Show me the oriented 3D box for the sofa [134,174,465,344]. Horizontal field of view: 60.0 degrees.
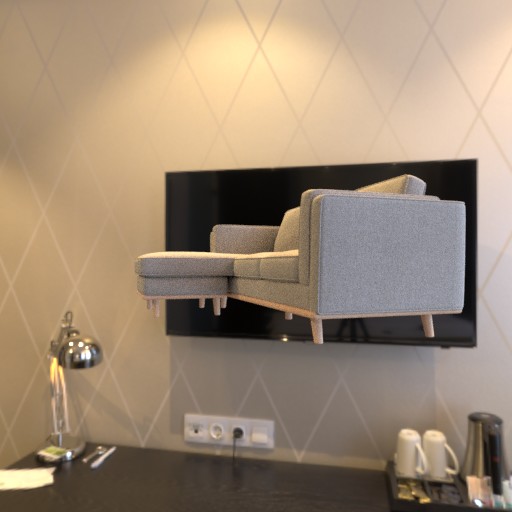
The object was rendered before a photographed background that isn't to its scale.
[{"bbox_3d":[0.000,0.000,3.208,1.604,0.929,2.411,0,-1,-18],"label":"sofa"}]
